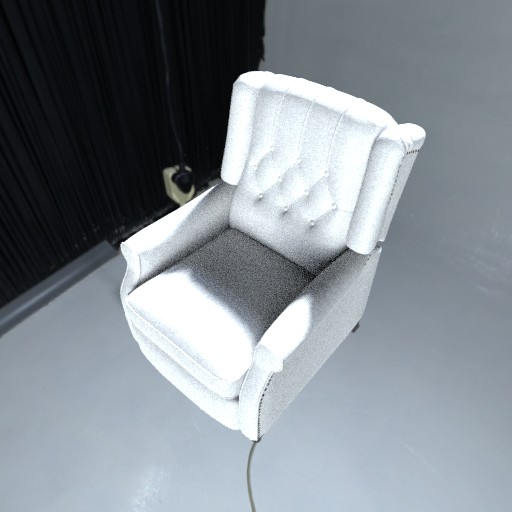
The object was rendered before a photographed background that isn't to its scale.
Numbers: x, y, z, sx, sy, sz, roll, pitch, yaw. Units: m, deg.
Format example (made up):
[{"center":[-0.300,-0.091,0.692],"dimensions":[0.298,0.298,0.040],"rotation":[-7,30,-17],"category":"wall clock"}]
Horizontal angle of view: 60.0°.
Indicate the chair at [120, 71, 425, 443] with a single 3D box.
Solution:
[{"center":[0.000,0.000,1.633],"dimensions":[0.742,1.035,0.902],"rotation":[32,54,27],"category":"chair"}]
